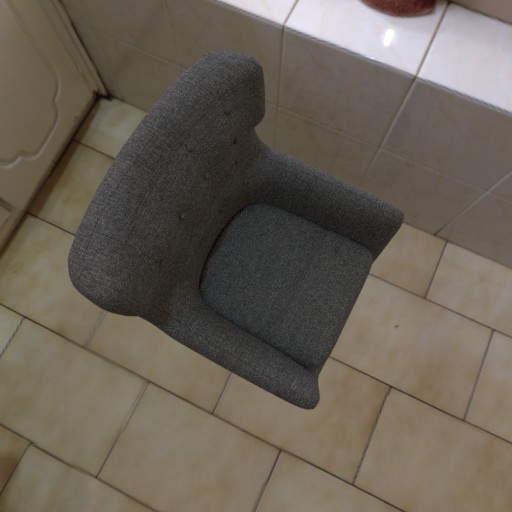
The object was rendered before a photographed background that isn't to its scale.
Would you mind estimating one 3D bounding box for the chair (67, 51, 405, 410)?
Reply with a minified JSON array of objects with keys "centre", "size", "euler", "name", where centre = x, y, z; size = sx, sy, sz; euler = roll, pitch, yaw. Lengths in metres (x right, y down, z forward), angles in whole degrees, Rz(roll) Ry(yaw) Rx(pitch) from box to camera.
[{"centre":[0.000,0.000,1.721],"size":[0.904,1.063,0.878],"euler":[27,76,7],"name":"chair"}]
